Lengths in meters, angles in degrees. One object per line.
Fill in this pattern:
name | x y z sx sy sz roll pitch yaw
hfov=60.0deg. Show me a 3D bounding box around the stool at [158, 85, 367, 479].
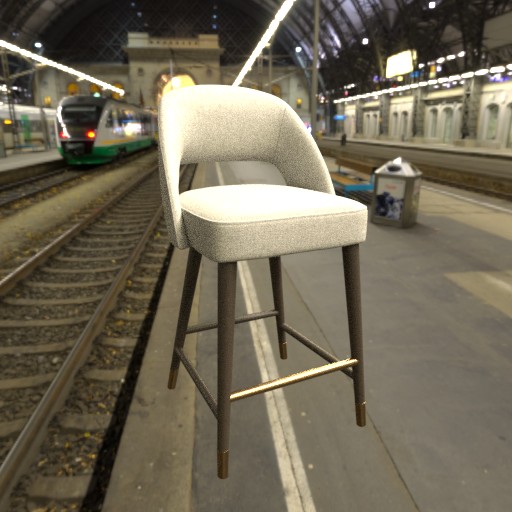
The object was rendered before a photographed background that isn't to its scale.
stool | 0.000 0.000 1.250 0.494 0.940 0.509 -8 18 -26
